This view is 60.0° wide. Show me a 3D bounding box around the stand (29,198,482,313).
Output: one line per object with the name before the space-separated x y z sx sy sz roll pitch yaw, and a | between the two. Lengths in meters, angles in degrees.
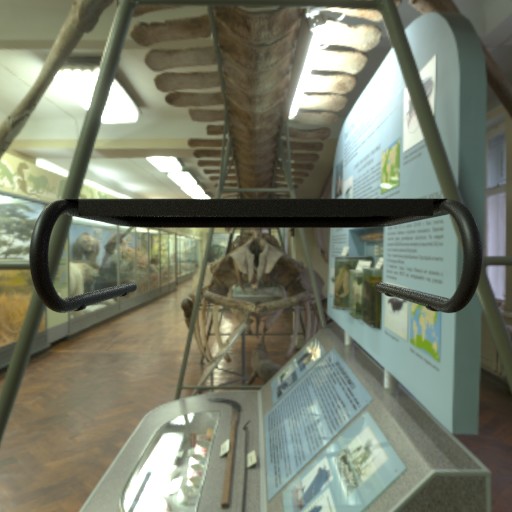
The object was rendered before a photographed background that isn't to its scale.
stand | 0.000 0.000 0.496 0.370 0.108 0.280 0 0 0
